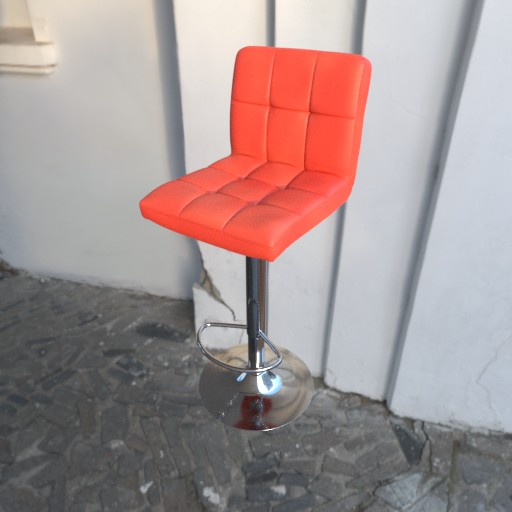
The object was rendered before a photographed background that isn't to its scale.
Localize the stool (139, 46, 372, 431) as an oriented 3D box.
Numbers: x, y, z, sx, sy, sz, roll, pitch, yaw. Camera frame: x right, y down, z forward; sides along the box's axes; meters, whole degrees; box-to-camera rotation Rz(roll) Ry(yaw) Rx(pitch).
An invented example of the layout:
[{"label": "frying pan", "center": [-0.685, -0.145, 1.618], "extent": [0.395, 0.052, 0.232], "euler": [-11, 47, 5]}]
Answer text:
[{"label": "stool", "center": [0.000, 0.000, 1.358], "extent": [0.430, 1.115, 0.505], "euler": [19, 36, 28]}]
